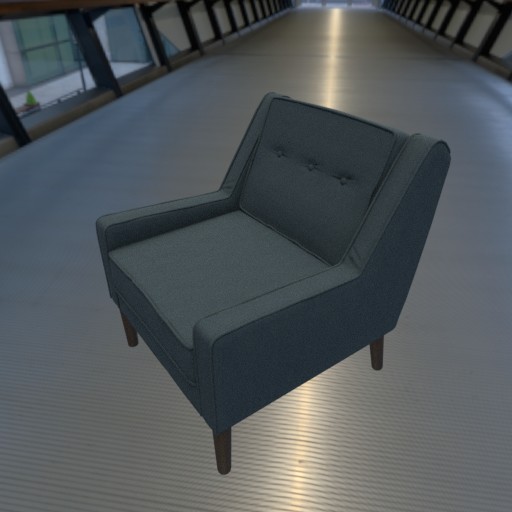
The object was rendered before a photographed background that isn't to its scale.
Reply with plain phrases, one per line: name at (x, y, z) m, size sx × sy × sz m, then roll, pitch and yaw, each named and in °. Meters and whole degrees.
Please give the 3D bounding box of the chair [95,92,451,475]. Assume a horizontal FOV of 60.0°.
chair at (0.000, 0.000, 1.306) m, size 0.733 × 0.780 × 0.663 m, roll -22°, pitch 38°, yaw -30°
